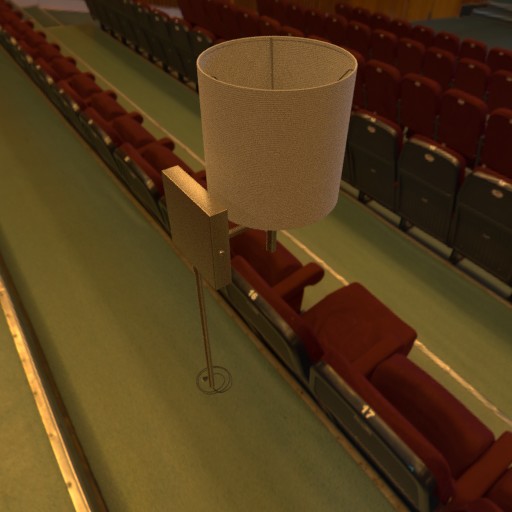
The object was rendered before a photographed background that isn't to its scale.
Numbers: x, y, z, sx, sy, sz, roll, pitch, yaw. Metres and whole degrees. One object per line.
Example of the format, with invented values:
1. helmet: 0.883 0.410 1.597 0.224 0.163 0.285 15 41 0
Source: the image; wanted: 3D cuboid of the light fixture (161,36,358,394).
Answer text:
1. light fixture: 0.000 0.000 0.706 0.248 0.589 0.188 -25 48 -26
